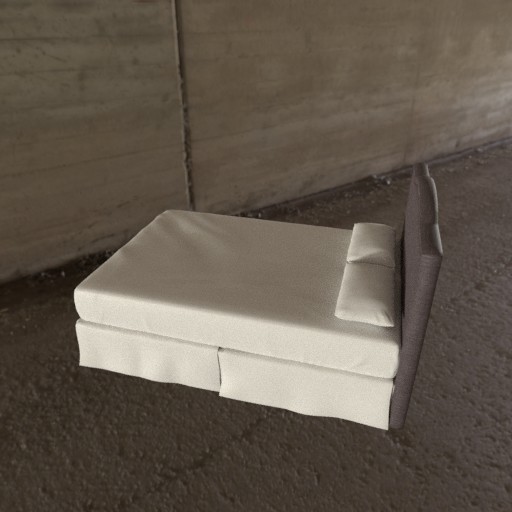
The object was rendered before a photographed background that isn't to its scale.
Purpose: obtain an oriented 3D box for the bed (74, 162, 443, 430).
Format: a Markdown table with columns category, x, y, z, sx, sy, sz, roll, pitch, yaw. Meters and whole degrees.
| category | x | y | z | sx | sy | sz | roll | pitch | yaw |
| --- | --- | --- | --- | --- | --- | --- | --- | --- | --- |
| bed | 0.000 | 0.000 | 3.607 | 2.507 | 1.441 | 1.741 | 8 | 30 | 14 |
